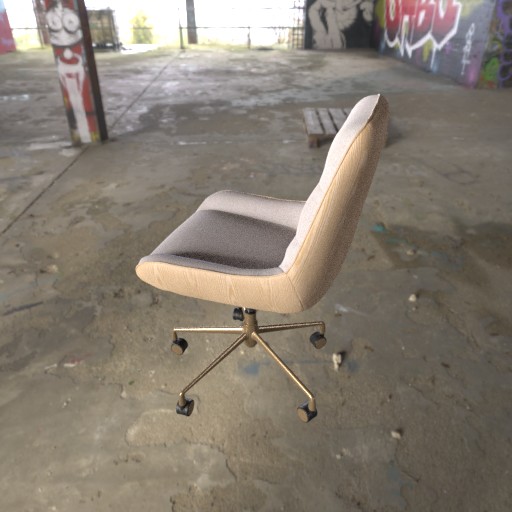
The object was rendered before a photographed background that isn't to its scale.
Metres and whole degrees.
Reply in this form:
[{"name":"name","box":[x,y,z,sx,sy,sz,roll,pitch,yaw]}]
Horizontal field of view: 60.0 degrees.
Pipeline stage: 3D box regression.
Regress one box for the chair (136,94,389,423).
[{"name":"chair","box":[0.000,0.000,1.371,0.668,0.952,0.564,9,31,15]}]
